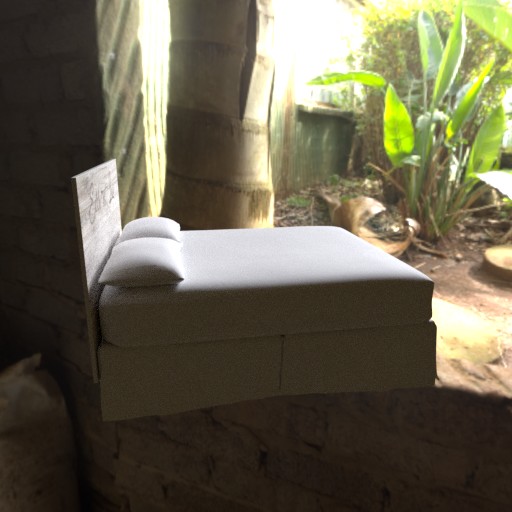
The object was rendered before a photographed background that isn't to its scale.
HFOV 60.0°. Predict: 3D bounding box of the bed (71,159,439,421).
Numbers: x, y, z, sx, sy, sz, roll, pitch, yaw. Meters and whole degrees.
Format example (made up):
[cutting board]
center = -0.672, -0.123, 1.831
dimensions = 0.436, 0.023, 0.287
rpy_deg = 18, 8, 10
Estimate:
[bed]
center = 0.000, 0.000, 3.260
dimensions = 2.094, 1.335, 1.745
rpy_deg = -3, 16, -10
